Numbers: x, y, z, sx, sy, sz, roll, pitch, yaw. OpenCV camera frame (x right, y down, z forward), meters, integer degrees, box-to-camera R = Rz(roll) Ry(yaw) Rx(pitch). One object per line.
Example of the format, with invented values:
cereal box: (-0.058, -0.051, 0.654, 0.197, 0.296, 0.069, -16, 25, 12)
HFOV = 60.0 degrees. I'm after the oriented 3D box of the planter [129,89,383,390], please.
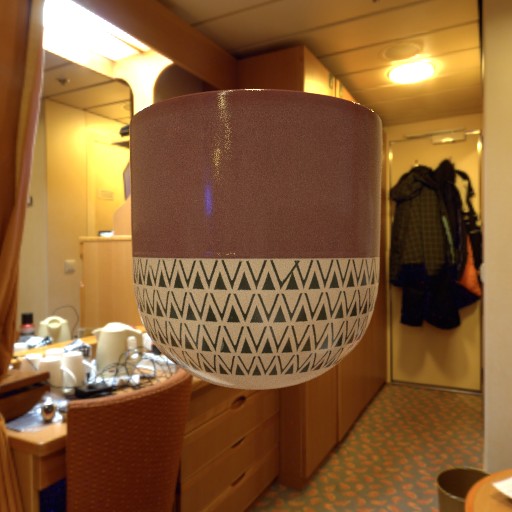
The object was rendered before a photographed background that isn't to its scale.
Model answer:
planter: (0.000, 0.000, 0.486, 0.266, 0.270, 0.266, 0, 1, 0)
